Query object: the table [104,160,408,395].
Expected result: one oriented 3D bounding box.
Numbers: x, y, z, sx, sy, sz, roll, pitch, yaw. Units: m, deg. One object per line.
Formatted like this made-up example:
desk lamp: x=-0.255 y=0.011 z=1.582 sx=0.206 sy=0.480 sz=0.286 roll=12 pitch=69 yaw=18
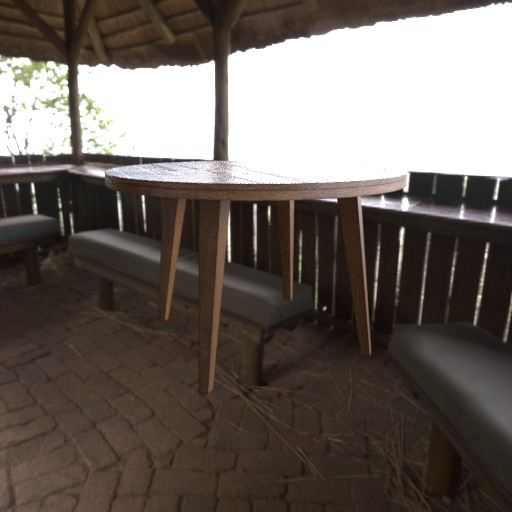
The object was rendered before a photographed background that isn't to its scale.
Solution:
table: x=0.000 y=0.000 z=1.968 sx=1.213 sy=0.764 sz=1.213 roll=0 pitch=15 yaw=0
